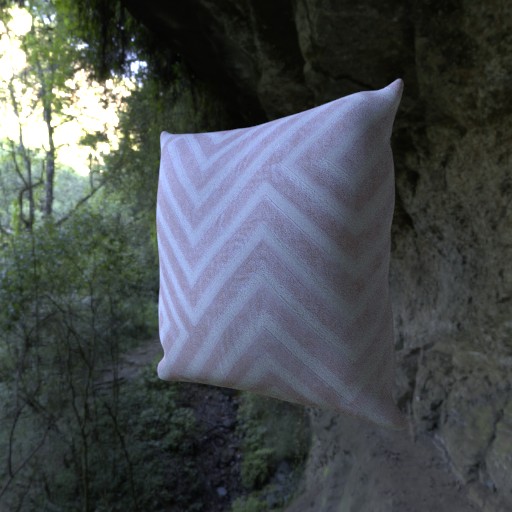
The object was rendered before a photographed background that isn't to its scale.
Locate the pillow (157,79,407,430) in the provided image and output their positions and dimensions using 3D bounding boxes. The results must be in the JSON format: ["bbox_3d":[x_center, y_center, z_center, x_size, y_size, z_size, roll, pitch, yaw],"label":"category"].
[{"bbox_3d":[0.000,0.000,0.661,0.440,0.441,0.182,0,0,36],"label":"pillow"}]
